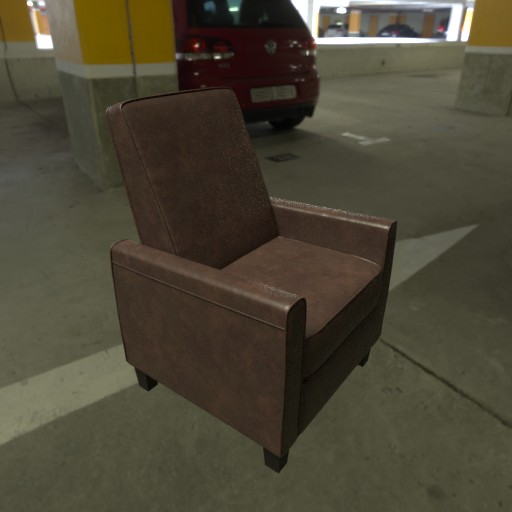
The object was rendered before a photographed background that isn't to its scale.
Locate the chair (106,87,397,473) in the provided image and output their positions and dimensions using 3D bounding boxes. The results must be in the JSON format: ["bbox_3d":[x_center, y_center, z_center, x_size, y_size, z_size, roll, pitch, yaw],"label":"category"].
[{"bbox_3d":[0.000,0.000,1.505,0.746,1.013,0.705,19,33,32],"label":"chair"}]
